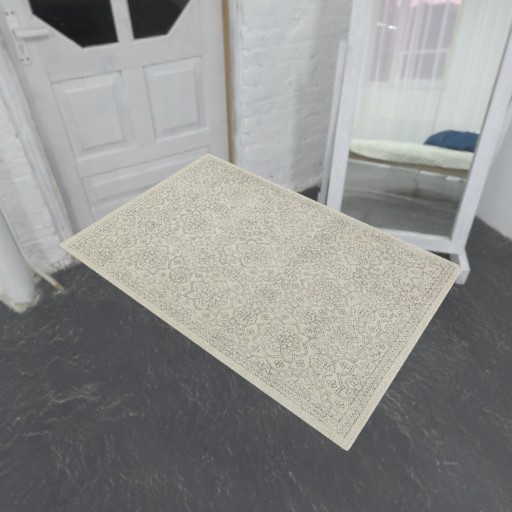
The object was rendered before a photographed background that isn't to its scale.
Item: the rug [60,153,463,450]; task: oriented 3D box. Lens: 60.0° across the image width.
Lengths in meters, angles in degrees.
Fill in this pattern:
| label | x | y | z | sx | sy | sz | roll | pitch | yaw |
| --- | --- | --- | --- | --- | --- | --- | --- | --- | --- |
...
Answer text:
| label | x | y | z | sx | sy | sz | roll | pitch | yaw |
| --- | --- | --- | --- | --- | --- | --- | --- | --- | --- |
| rug | 0.000 | 0.000 | 3.000 | 2.286 | 0.011 | 1.524 | 29 | 51 | 26 |
